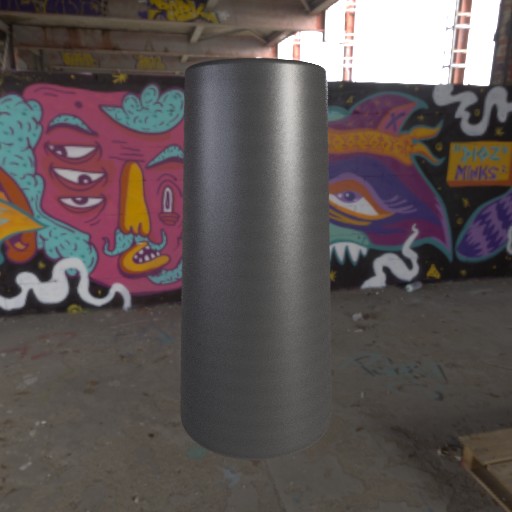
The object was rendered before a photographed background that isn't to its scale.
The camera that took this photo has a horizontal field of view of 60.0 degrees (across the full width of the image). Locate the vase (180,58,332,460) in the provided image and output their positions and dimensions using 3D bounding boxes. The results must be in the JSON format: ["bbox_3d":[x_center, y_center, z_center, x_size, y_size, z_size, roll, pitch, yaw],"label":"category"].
[{"bbox_3d":[0.000,0.000,0.369,0.136,0.289,0.136,2,15,7],"label":"vase"}]
